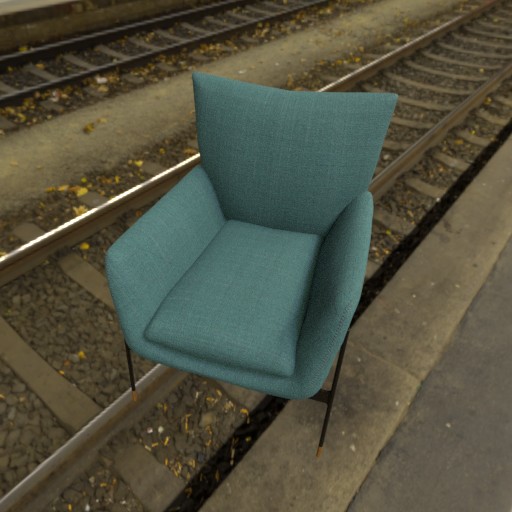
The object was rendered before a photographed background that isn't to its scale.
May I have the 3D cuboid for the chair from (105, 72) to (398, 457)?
[{"bbox_3d":[0.000,0.000,1.411,0.678,0.859,0.769,12,42,13],"label":"chair"}]
